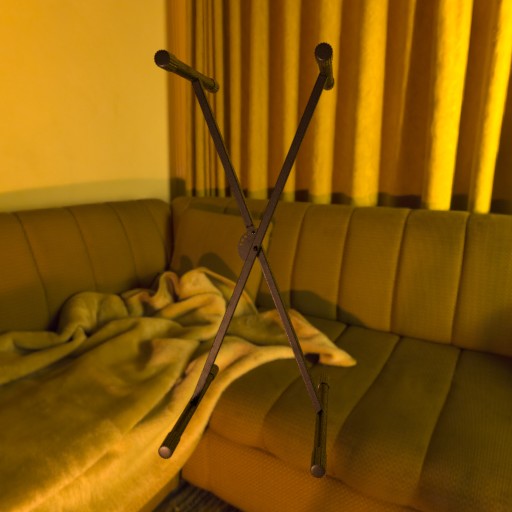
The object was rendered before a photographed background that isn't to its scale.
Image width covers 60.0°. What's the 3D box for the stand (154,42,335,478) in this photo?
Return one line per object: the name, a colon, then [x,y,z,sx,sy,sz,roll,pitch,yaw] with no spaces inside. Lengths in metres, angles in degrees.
stand: [0.000,0.000,1.169,0.409,0.940,0.449,2,13,10]
